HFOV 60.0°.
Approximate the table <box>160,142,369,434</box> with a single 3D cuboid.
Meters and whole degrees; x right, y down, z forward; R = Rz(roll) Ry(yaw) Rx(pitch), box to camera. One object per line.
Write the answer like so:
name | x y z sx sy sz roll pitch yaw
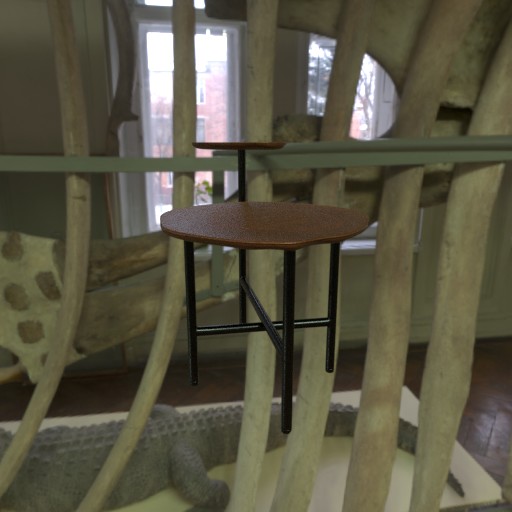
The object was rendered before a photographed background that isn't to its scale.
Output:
table | 0.000 0.000 1.083 0.442 0.538 0.759 -3 15 -10
